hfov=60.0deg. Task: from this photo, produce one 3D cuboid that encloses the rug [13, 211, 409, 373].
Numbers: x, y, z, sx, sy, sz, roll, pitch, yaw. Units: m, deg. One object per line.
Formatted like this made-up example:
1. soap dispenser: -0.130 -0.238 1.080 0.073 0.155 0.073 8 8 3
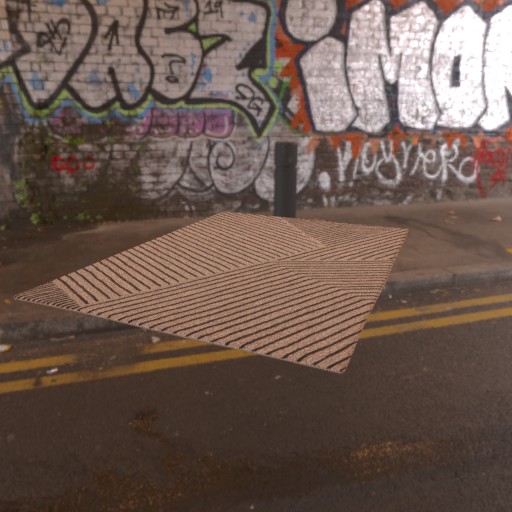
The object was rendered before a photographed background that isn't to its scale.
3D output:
1. rug: 0.000 0.000 3.124 1.829 0.028 2.449 8 19 23
